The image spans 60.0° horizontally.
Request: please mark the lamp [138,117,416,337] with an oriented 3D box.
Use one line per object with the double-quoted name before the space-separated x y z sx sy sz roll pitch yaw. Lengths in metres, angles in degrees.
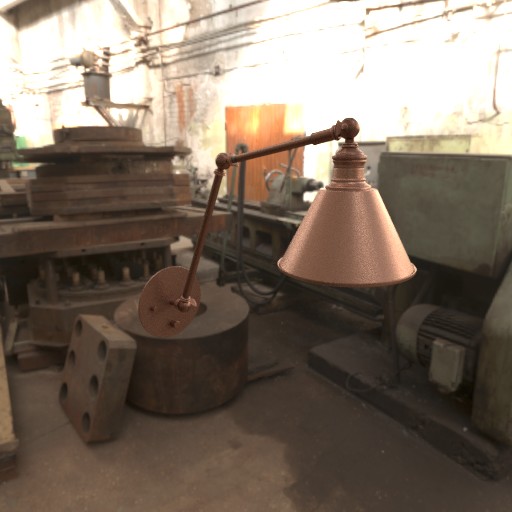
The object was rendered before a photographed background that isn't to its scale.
"lamp" 0.000 0.000 0.872 0.624 0.502 0.223 12 18 41
